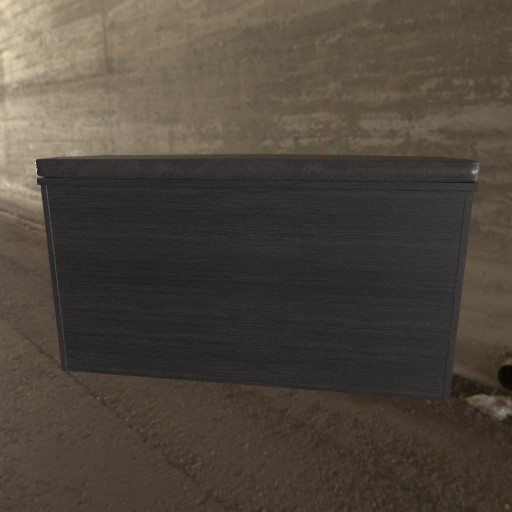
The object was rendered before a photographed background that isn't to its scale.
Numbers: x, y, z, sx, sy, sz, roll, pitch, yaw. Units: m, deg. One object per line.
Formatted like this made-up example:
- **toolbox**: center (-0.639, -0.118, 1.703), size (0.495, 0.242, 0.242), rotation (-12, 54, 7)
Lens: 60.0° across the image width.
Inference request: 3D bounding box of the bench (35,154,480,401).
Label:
- **bench**: center (0.000, 0.000, 1.134), size (0.905, 0.501, 0.401), rotation (2, 14, 8)
